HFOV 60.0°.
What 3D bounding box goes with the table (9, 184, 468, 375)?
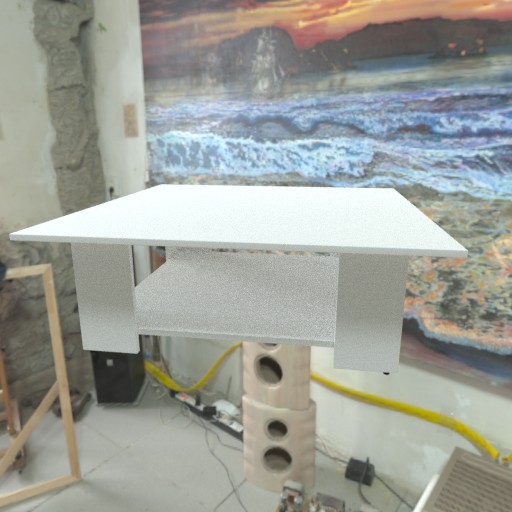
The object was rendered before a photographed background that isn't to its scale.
[{"bbox_3d":[0.000,0.000,1.309,0.890,0.305,0.890,2,16,8],"label":"table"}]
